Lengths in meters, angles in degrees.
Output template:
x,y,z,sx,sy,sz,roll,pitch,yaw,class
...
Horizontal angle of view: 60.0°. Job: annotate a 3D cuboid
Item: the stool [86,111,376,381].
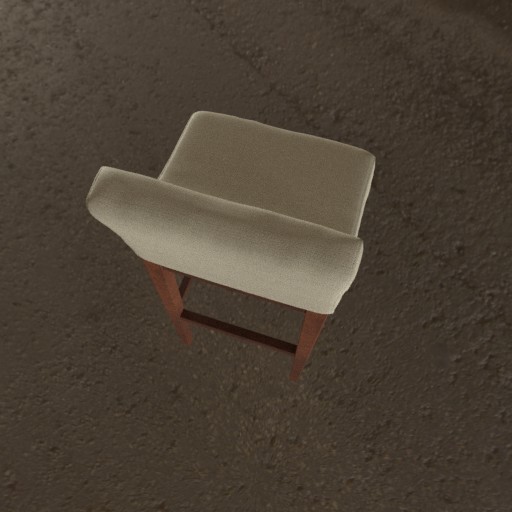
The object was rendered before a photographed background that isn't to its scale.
x,y,z,sx,sy,sz,roll,pitch,yaw,class
0.000,0.000,1.313,0.511,1.037,0.500,16,64,8,stool
